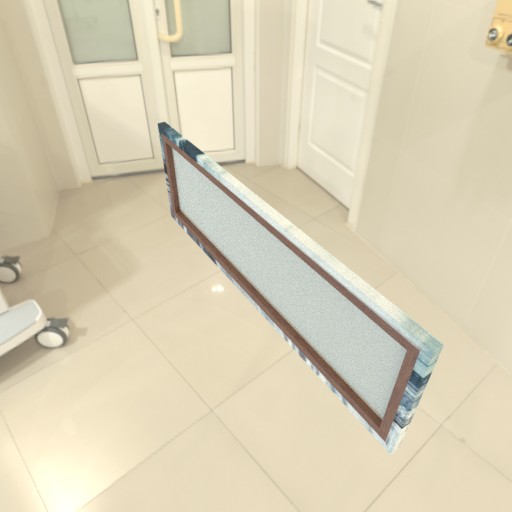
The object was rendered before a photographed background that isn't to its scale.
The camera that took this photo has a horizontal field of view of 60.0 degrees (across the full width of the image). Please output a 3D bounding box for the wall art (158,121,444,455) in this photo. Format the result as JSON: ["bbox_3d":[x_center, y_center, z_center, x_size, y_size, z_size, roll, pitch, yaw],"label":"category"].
[{"bbox_3d":[0.000,0.000,1.677,0.037,0.509,1.524,-24,46,-25],"label":"wall art"}]
